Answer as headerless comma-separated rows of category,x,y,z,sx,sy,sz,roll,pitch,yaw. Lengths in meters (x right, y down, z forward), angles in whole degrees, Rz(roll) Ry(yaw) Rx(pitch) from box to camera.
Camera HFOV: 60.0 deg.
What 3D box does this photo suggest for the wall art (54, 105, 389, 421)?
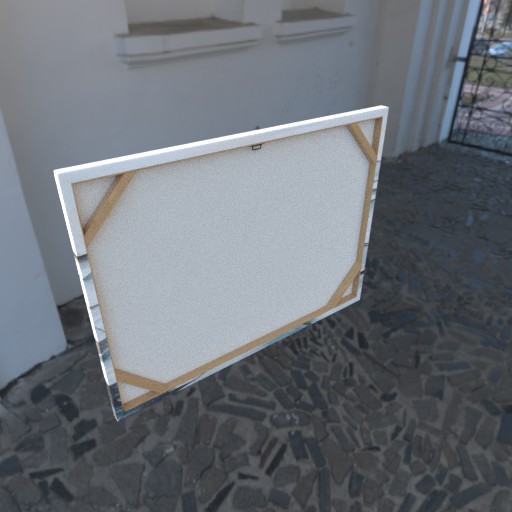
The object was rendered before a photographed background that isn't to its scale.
wall art,0.000,0.000,1.634,1.219,0.915,0.039,-20,37,-30
